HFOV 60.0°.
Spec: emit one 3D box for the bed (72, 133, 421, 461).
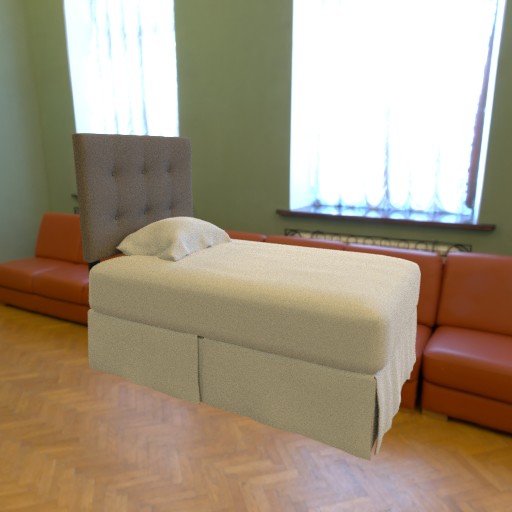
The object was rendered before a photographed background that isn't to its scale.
[{"bbox_3d":[0.000,0.000,2.928,1.997,1.571,1.261,7,15,27],"label":"bed"}]
